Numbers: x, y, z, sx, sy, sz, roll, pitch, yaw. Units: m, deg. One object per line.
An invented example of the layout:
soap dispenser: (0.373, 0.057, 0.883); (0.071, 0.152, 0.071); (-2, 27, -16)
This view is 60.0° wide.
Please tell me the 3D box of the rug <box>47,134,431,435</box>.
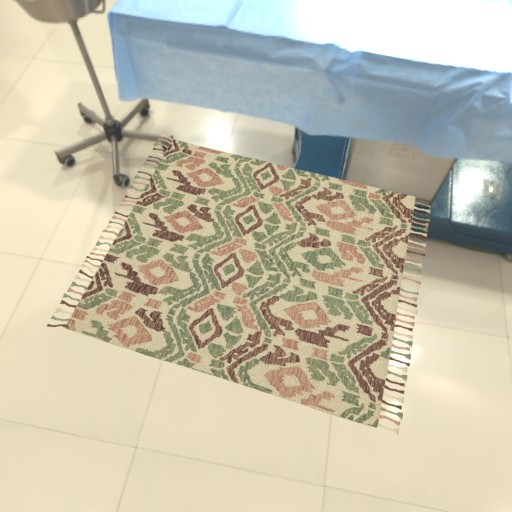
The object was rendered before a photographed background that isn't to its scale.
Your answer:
rug: (0.000, 0.000, 4.185); (3.048, 0.010, 2.438); (15, 60, 9)
